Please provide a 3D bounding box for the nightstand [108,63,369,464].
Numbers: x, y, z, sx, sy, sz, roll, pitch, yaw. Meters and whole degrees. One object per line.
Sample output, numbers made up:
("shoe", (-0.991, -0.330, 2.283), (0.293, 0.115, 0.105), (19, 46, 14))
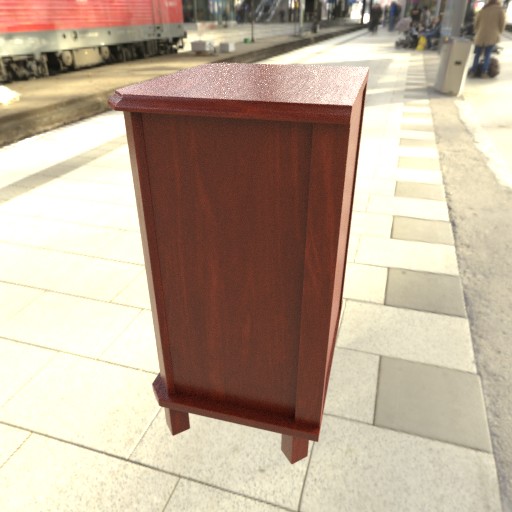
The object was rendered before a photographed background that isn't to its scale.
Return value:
("nightstand", (0.000, 0.000, 0.905), (0.351, 0.681, 0.435), (8, 30, 13))
